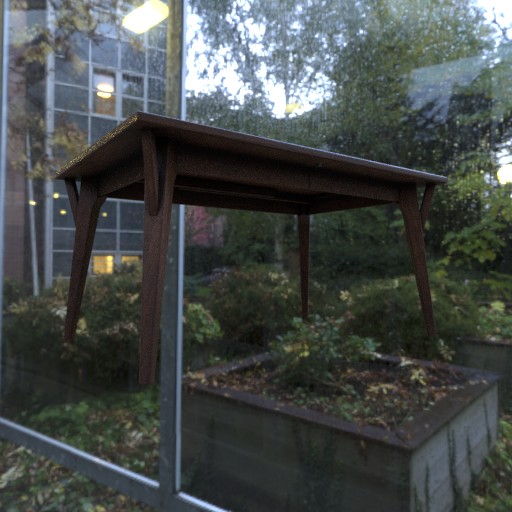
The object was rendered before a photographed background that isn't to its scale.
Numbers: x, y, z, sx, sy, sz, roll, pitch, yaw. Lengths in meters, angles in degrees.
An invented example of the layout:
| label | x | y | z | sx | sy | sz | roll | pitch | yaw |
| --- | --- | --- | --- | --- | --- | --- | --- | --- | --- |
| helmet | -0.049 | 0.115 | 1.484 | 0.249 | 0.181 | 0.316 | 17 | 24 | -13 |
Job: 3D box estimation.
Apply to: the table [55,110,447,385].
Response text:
| label | x | y | z | sx | sy | sz | roll | pitch | yaw |
| --- | --- | --- | --- | --- | --- | --- | --- | --- | --- |
| table | 0.000 | 0.000 | 2.041 | 1.524 | 0.761 | 0.990 | 1 | -2 | -36 |
